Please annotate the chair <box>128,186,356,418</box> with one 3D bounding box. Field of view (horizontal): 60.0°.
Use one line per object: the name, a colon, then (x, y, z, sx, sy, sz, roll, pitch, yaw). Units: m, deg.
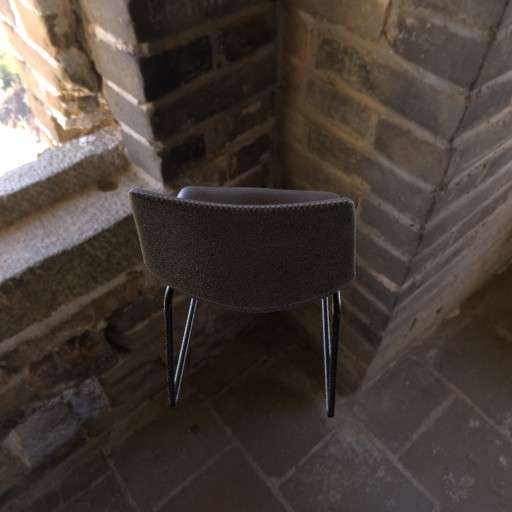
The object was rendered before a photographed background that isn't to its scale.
chair: (0.000, 0.000, 1.101, 0.460, 0.780, 0.550, 3, 47, 3)
